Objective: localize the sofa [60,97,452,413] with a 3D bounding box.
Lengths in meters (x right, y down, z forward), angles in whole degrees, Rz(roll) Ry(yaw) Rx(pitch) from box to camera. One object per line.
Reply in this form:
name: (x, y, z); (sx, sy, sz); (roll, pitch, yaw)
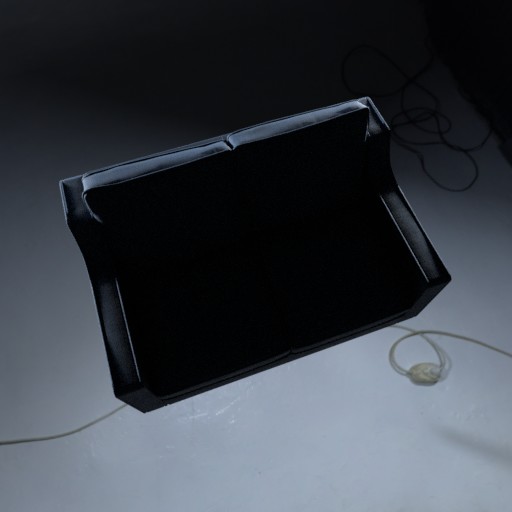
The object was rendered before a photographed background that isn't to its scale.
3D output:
sofa: (0.000, 0.000, 2.165); (1.501, 0.971, 0.987); (-18, 66, -8)
